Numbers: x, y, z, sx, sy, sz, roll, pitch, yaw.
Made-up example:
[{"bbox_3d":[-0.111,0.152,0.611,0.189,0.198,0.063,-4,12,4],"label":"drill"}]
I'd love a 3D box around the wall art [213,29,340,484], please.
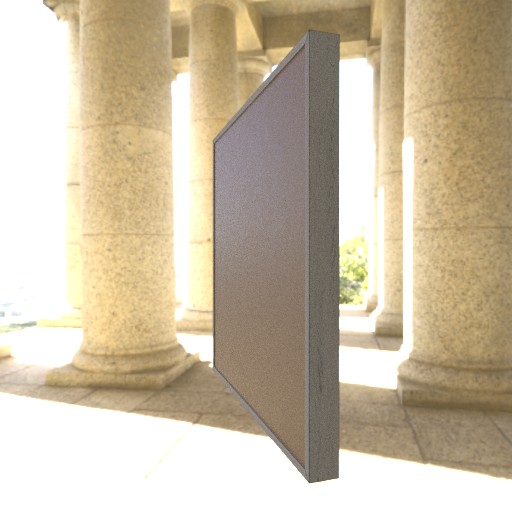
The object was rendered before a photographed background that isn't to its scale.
[{"bbox_3d":[0.000,0.000,0.743,0.038,0.508,0.508,0,0,-18],"label":"wall art"}]
